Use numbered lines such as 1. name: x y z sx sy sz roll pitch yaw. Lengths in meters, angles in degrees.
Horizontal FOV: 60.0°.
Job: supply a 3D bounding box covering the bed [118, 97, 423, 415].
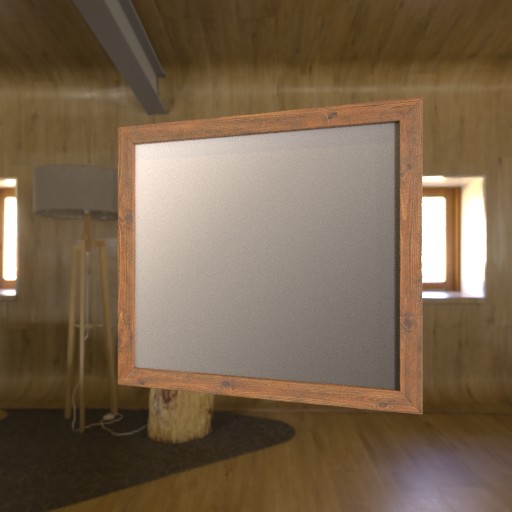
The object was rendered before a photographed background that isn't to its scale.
1. bed: 0.000 0.000 1.490 1.046 0.942 0.046 0 0 17
